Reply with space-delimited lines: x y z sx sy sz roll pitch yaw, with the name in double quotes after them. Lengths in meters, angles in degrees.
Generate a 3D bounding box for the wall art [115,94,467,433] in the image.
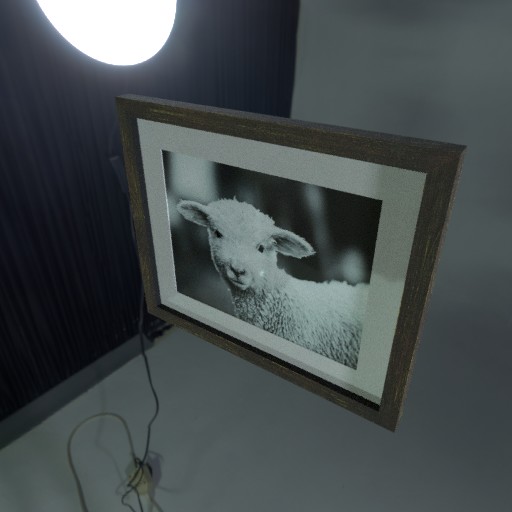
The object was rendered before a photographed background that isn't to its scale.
0.000 0.000 0.742 0.558 0.457 0.032 19 35 29 "wall art"
